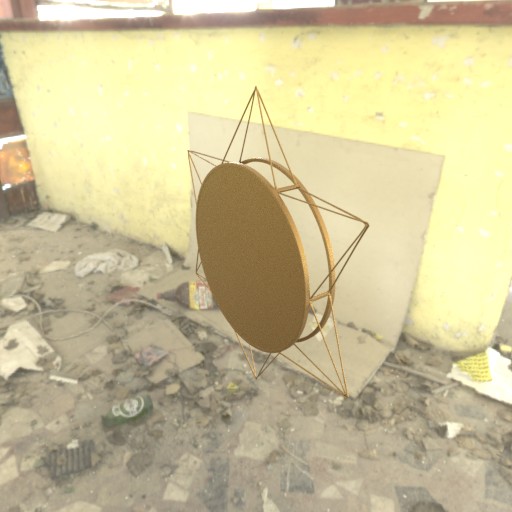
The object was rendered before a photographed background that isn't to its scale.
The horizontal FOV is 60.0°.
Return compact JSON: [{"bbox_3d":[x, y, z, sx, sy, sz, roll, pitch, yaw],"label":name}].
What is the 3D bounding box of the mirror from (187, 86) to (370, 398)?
[{"bbox_3d":[0.000,0.000,0.807,0.062,0.581,0.498,-17,31,-31],"label":"mirror"}]
